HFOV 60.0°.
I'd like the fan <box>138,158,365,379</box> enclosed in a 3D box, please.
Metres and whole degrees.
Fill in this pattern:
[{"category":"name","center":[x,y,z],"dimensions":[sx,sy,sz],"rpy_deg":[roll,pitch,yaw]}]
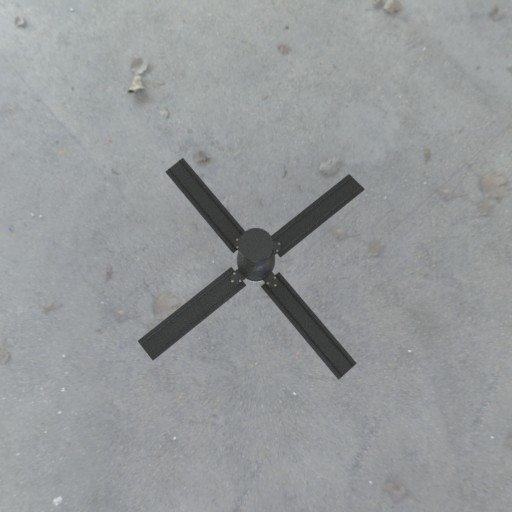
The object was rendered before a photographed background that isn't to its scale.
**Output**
[{"category":"fan","center":[0.000,0.000,2.010],"dimensions":[1.319,0.410,1.319],"rpy_deg":[-40,80,-9]}]
